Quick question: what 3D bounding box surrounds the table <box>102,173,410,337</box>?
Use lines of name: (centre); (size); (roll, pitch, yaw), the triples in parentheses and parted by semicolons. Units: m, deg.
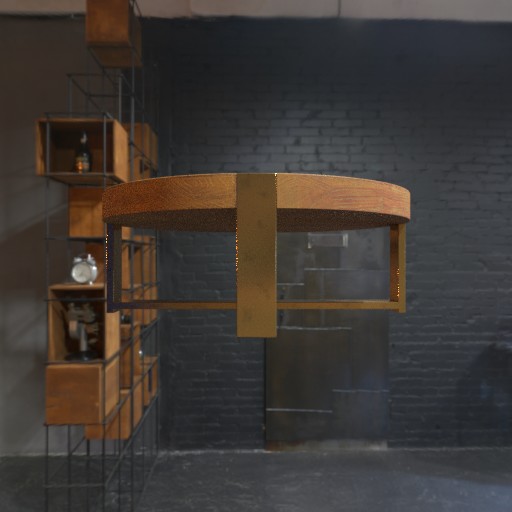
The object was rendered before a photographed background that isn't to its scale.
table: (0.000, 0.000, 1.681); (1.100, 0.420, 1.100); (0, 0, 0)
